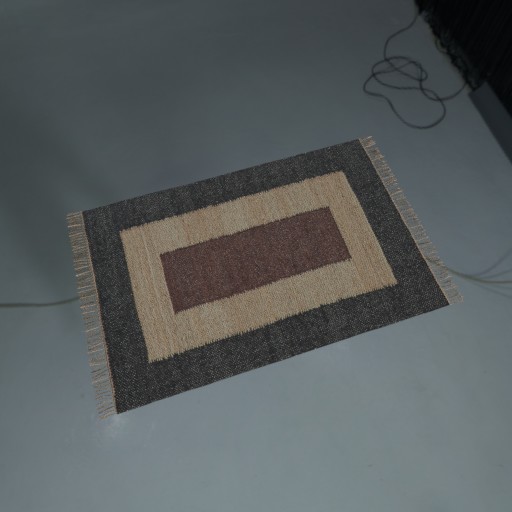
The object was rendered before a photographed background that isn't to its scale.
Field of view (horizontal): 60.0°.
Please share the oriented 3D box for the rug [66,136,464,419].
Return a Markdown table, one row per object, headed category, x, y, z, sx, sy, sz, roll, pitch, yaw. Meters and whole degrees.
| category | x | y | z | sx | sy | sz | roll | pitch | yaw |
| --- | --- | --- | --- | --- | --- | --- | --- | --- | --- |
| rug | 0.000 | 0.000 | 2.543 | 2.021 | 0.027 | 1.224 | -16 | 65 | -8 |
